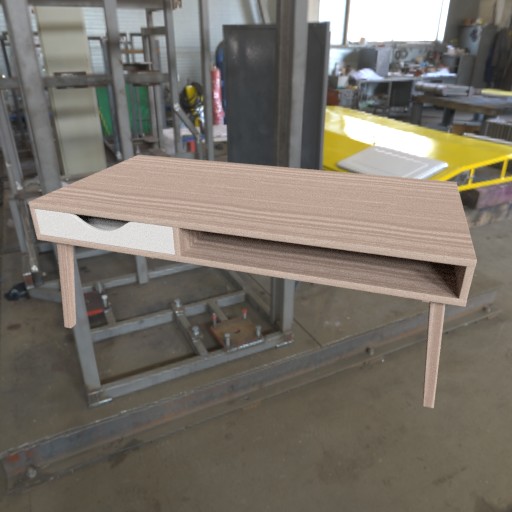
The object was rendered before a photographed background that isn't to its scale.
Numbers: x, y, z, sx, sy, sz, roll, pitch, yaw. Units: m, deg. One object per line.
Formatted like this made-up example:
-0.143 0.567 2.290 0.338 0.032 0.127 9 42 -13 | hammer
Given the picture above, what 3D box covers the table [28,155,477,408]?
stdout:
0.000 0.000 1.478 1.200 0.450 0.600 8 28 16 | table
